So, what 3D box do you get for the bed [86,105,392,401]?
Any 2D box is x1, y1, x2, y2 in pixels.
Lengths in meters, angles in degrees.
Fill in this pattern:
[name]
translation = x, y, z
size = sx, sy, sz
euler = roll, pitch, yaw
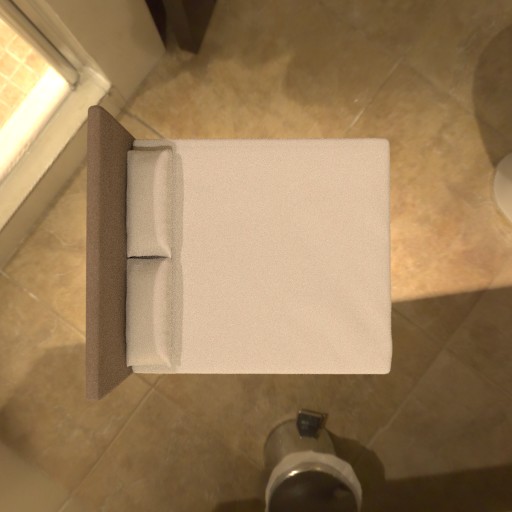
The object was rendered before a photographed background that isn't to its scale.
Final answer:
[bed]
translation = 0.000, 0.000, 3.653
size = 2.341, 1.317, 2.119
euler = 0, 89, 1
